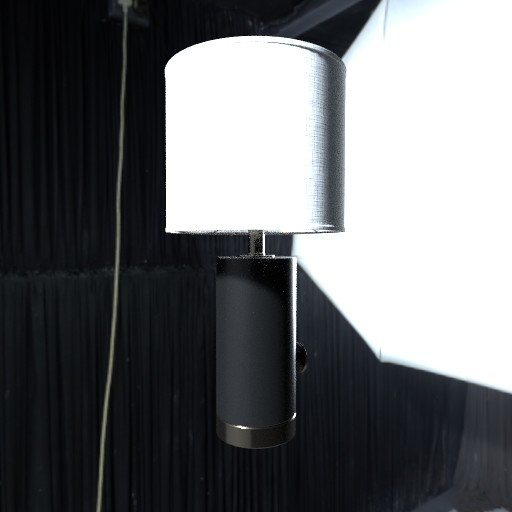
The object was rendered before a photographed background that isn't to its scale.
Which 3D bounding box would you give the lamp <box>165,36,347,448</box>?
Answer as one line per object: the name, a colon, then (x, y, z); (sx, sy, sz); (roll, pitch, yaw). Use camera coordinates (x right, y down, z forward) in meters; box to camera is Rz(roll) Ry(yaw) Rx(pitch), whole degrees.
lamp: (0.000, 0.000, 0.606); (0.240, 0.482, 0.241); (-1, 2, -35)
